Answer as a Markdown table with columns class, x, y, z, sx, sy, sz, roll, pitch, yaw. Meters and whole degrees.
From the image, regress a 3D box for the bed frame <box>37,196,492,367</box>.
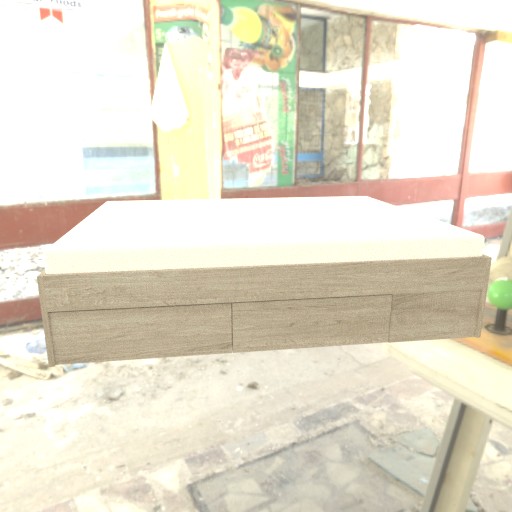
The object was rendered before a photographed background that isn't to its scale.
| class | x | y | z | sx | sy | sz | roll | pitch | yaw |
| --- | --- | --- | --- | --- | --- | --- | --- | --- | --- |
| bed frame | 0.000 | 0.000 | 2.598 | 1.944 | 0.490 | 1.448 | -2 | 15 | -8 |
